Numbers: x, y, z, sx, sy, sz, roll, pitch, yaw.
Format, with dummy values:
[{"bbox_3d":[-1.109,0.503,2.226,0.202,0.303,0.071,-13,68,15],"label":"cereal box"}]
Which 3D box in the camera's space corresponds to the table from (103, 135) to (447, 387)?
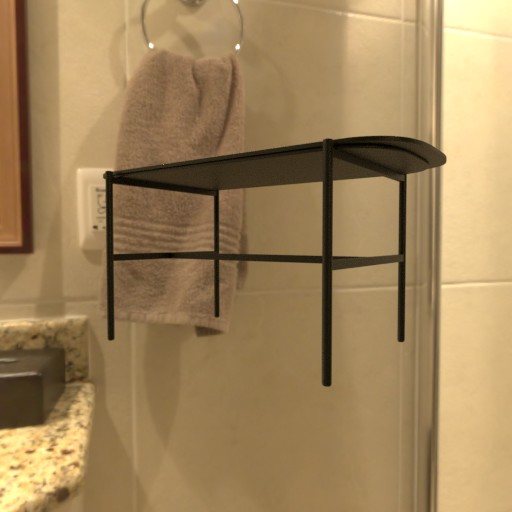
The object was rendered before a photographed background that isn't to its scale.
[{"bbox_3d":[0.000,0.000,1.033,0.800,0.400,0.400,1,3,36],"label":"table"}]
